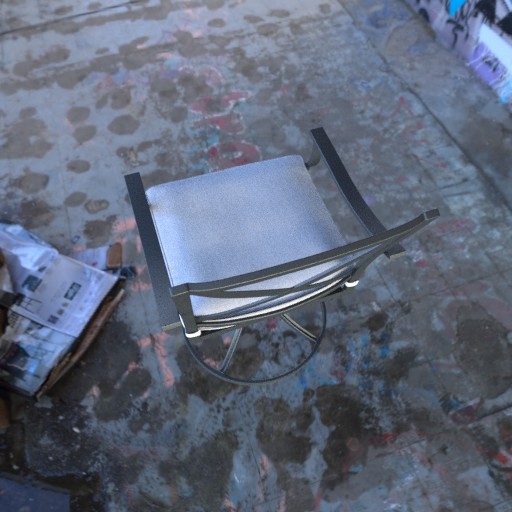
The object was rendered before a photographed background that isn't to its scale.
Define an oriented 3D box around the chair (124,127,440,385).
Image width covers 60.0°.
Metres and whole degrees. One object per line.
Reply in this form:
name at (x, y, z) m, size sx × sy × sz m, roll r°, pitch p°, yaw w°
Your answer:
chair at (0.000, 0.000, 1.259) m, size 0.575 × 0.889 × 0.620 m, roll -16°, pitch 59°, yaw -10°
